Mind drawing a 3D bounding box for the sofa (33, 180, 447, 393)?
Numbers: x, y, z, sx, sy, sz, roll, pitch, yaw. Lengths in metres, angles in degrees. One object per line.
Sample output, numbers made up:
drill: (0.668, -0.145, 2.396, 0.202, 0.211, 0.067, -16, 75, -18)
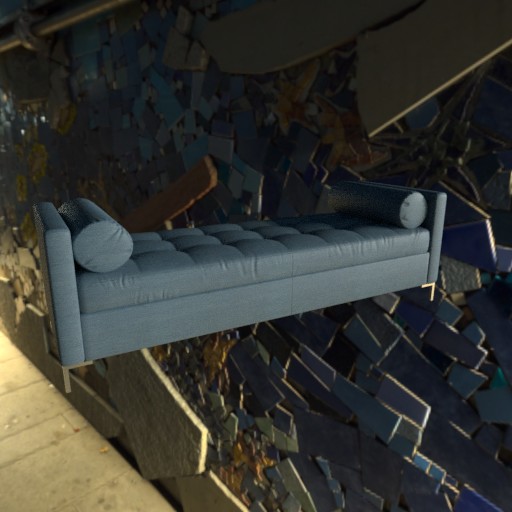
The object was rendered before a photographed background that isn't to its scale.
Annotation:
sofa: (0.000, 0.000, 2.294, 1.981, 0.635, 0.686, -8, 18, -27)
